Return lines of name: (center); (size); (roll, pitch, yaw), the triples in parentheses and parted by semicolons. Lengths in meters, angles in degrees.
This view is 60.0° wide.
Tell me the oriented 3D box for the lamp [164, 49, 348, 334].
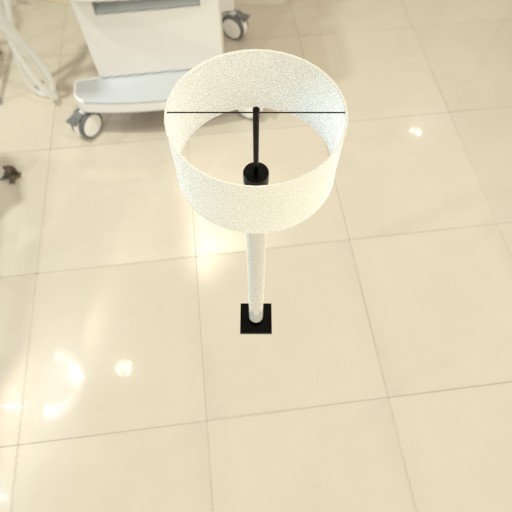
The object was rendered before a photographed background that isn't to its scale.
lamp: (0.000, 0.000, 1.658); (0.420, 1.475, 0.420); (0, 63, 0)
